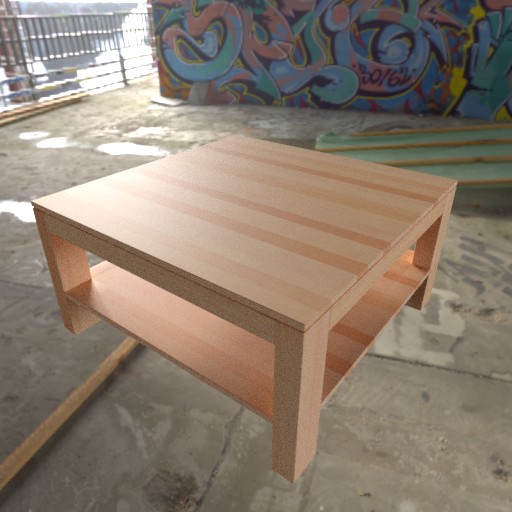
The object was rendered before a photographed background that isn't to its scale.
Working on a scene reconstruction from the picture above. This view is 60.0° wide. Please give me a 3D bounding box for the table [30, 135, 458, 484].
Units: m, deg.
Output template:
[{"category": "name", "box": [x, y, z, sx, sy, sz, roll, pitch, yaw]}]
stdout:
[{"category": "table", "box": [0.000, 0.000, 1.423, 0.900, 0.450, 0.900, 21, 36, 32]}]
